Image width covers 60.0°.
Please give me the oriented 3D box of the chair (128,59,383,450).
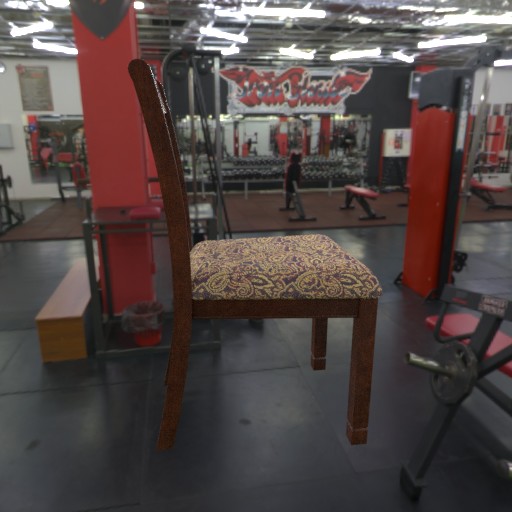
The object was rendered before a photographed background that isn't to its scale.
[{"bbox_3d":[0.000,0.000,1.256,0.584,0.965,0.457,-2,16,-7],"label":"chair"}]
